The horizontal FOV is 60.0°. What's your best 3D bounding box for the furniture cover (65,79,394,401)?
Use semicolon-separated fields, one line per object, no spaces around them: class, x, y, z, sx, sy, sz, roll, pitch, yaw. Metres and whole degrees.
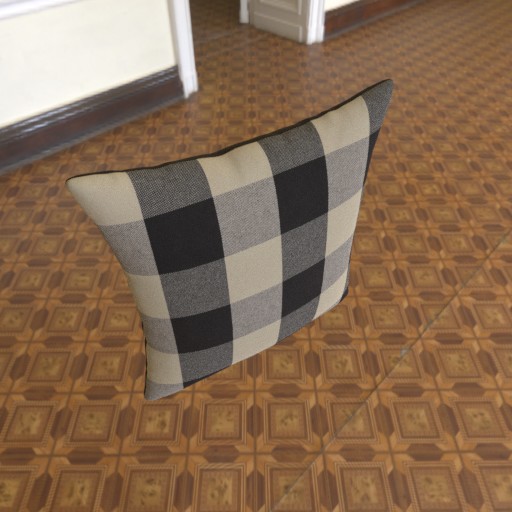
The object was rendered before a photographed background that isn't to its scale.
furniture cover;0.000;0.000;0.773;0.511;0.509;0.161;-24;50;-23
